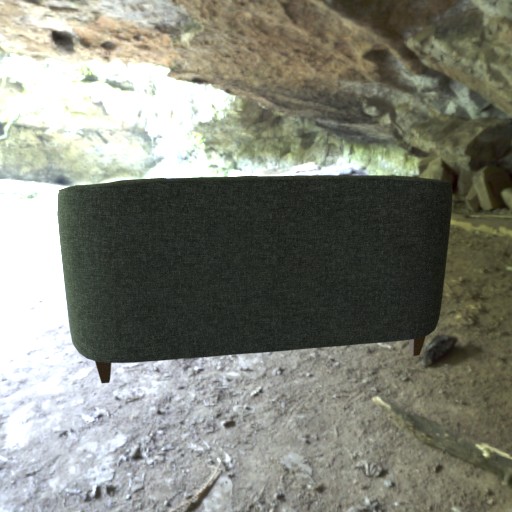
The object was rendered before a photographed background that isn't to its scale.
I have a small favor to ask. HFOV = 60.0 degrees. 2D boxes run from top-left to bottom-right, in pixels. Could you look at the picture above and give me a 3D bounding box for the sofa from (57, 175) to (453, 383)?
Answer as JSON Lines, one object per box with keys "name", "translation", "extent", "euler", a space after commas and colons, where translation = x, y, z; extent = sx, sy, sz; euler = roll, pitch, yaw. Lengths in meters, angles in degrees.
{"name": "sofa", "translation": [0.000, 0.000, 2.228], "extent": [1.733, 0.855, 0.941], "euler": [-3, 15, -10]}
